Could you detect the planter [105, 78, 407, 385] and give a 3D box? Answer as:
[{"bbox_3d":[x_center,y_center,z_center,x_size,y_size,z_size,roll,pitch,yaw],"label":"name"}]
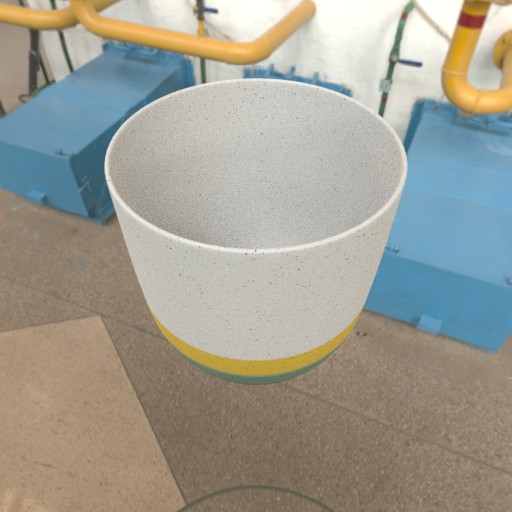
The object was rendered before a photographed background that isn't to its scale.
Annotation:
[{"bbox_3d":[0.000,0.000,0.369,0.195,0.214,0.195,0,47,0],"label":"planter"}]
